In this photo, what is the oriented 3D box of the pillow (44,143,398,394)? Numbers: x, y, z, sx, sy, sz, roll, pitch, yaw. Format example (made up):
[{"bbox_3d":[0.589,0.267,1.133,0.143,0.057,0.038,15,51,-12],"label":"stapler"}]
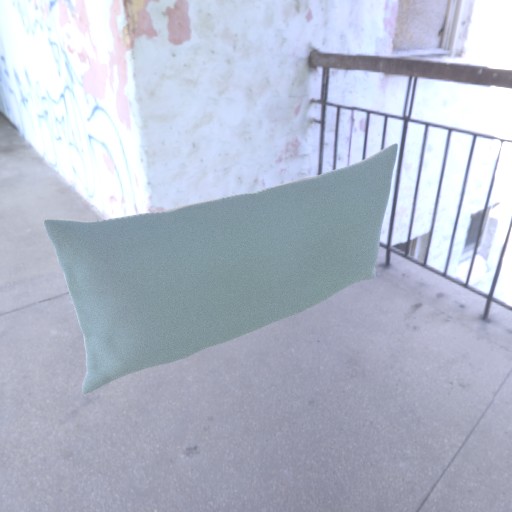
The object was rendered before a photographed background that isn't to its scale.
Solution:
[{"bbox_3d":[0.000,0.000,0.731,0.610,0.287,0.151,-18,33,-29],"label":"pillow"}]
